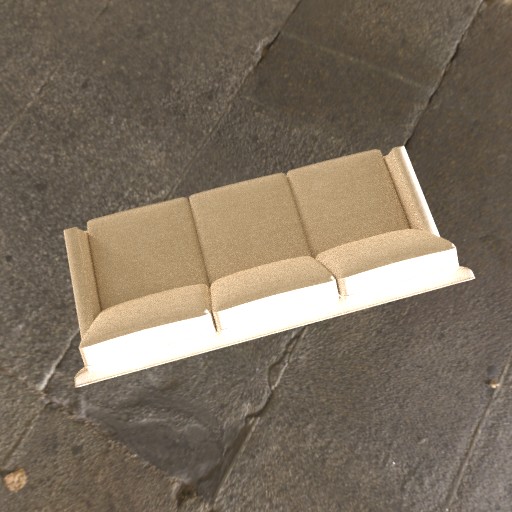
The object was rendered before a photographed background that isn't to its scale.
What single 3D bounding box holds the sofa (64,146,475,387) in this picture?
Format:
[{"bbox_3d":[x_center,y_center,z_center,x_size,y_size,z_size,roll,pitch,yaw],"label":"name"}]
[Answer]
[{"bbox_3d":[0.000,0.000,2.801,2.210,0.940,1.041,-15,75,-4],"label":"sofa"}]
